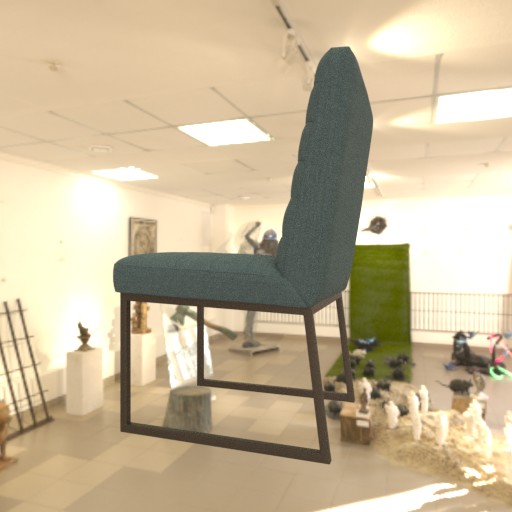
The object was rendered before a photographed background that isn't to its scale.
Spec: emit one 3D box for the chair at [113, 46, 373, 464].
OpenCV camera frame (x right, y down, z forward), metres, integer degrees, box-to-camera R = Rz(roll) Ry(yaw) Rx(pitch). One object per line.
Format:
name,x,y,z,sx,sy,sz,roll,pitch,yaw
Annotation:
chair,0.000,0.000,1.290,0.634,0.930,0.520,0,0,19
